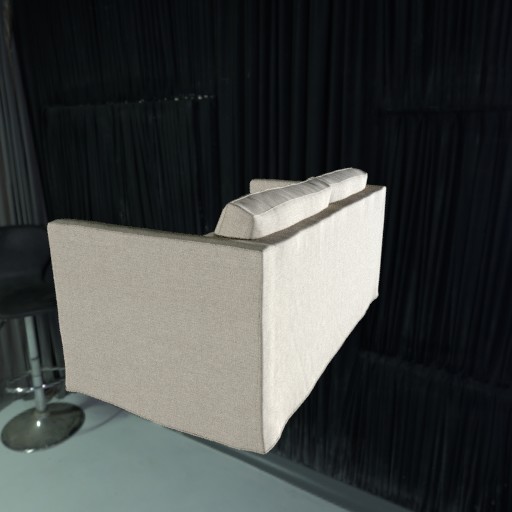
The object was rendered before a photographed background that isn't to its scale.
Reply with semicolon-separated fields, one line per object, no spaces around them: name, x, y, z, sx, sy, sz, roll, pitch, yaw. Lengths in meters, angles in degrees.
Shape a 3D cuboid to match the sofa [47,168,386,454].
sofa;0.000;0.000;2.286;0.956;0.828;1.766;8;18;26
